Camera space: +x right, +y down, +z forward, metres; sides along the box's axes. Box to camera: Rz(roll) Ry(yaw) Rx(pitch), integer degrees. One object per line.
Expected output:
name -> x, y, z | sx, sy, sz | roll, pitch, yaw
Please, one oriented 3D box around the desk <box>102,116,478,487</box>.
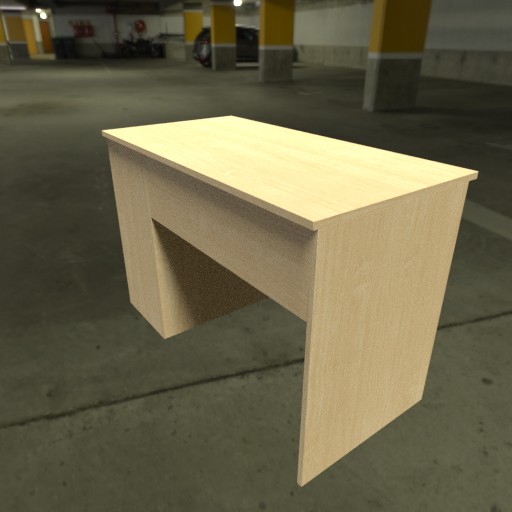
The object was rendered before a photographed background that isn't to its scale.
desk -> 0.000, 0.000, 1.506 | 0.560, 0.735, 1.097 | -18, 32, -33
